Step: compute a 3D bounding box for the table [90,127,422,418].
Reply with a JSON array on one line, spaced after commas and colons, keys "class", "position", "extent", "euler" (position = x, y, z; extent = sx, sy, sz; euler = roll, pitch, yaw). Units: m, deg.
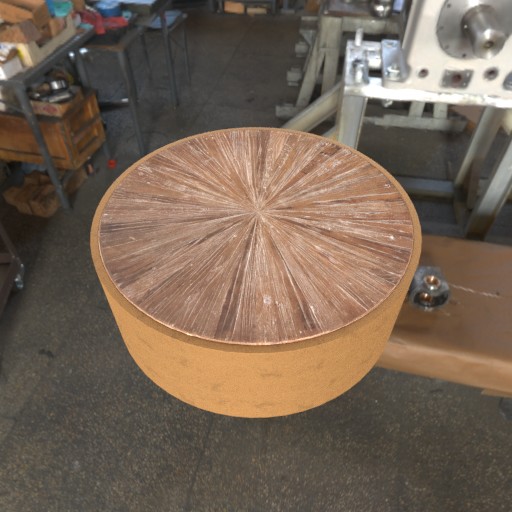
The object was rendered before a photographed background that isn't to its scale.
[{"class": "table", "position": [0.000, 0.000, 1.525], "extent": [1.001, 0.409, 1.001], "euler": [0, 47, 0]}]
